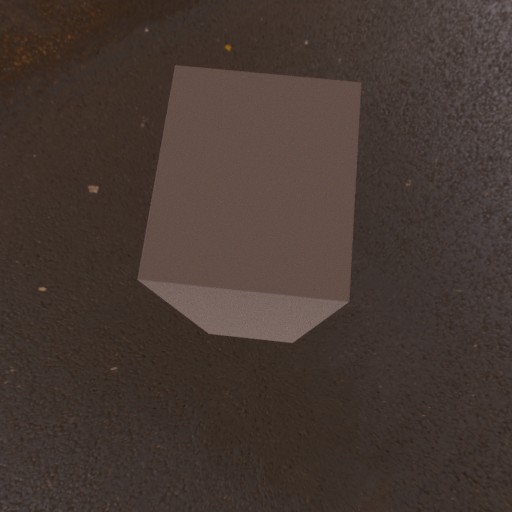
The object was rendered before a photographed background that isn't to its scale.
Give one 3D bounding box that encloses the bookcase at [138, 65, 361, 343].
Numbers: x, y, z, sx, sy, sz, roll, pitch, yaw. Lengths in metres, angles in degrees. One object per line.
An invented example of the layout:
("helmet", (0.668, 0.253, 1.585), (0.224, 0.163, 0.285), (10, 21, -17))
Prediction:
("bookcase", (0.000, 0.000, 1.256), (0.330, 1.080, 0.390), (6, 76, 2))
